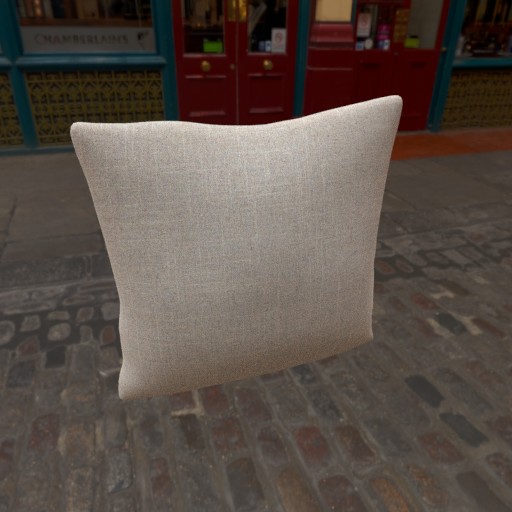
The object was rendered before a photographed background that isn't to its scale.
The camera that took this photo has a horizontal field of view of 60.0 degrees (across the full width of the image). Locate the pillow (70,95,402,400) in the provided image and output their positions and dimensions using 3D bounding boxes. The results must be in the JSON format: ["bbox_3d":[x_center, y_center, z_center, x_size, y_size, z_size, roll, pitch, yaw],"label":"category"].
[{"bbox_3d":[0.000,0.000,0.845,0.578,0.558,0.192,-9,29,-16],"label":"pillow"}]
